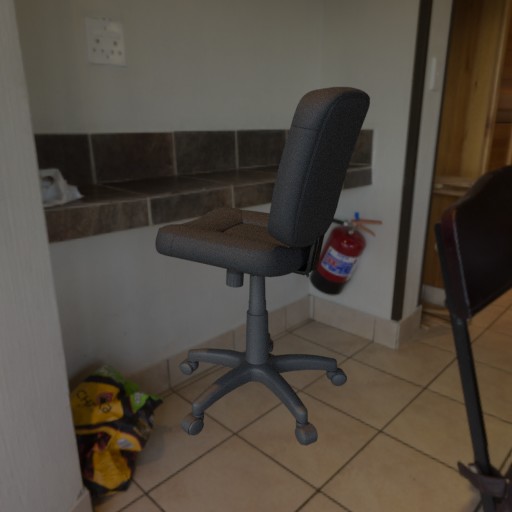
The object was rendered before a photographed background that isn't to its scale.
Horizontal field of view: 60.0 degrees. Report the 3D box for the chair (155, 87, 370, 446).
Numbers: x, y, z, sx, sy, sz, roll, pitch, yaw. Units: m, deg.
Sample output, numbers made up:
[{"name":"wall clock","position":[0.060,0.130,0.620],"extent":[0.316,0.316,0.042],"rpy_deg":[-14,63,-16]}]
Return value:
[{"name":"chair","position":[0.000,0.000,1.390],"extent":[0.610,0.972,0.610],"rpy_deg":[8,18,24]}]
